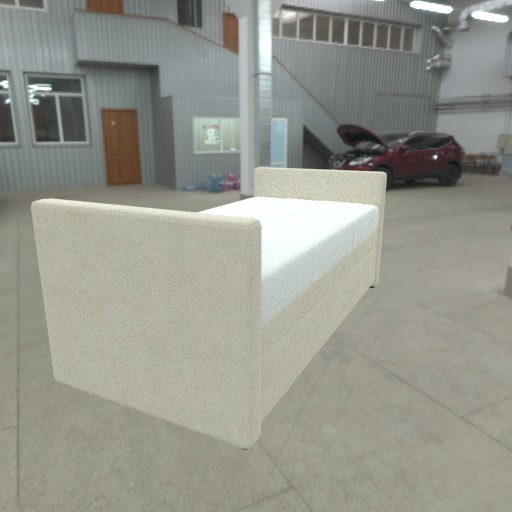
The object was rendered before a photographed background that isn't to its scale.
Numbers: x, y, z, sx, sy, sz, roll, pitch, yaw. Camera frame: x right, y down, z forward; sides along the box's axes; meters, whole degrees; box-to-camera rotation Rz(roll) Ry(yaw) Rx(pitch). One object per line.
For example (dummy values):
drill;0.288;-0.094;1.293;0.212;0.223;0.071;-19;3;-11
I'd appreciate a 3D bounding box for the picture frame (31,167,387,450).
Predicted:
picture frame;0.000;0.000;2.692;1.069;0.891;2.161;8;17;26
